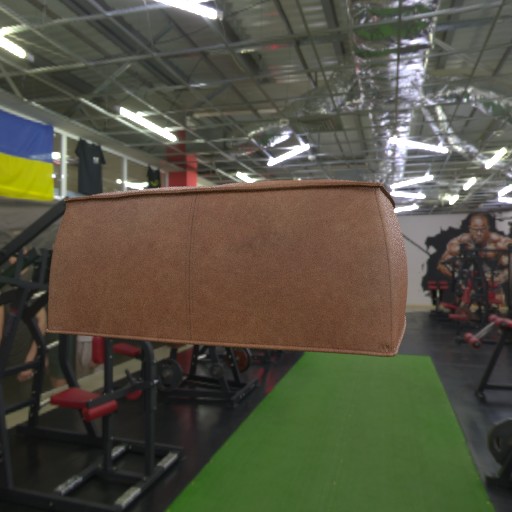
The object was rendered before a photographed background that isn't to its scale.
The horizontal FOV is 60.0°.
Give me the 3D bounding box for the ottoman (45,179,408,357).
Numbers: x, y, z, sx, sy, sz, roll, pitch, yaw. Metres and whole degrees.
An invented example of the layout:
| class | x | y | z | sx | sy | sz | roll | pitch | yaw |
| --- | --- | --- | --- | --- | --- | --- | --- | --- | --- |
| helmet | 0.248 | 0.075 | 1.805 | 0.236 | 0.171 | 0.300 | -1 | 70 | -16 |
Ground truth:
| class | x | y | z | sx | sy | sz | roll | pitch | yaw |
| --- | --- | --- | --- | --- | --- | --- | --- | --- | --- |
| ottoman | 0.000 | 0.000 | 1.393 | 0.902 | 0.395 | 0.901 | 0 | 0 | 19 |
